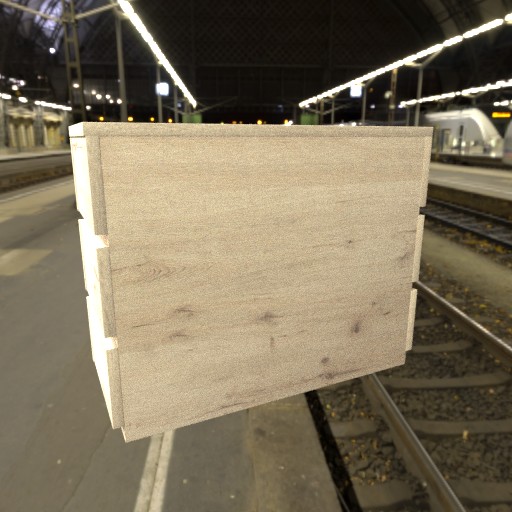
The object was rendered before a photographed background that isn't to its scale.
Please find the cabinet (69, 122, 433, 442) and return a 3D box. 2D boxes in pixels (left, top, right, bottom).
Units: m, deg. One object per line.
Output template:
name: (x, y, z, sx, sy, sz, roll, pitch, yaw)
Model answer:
cabinet: (0.000, 0.000, 1.466, 1.040, 0.820, 0.420, -7, 16, -25)
